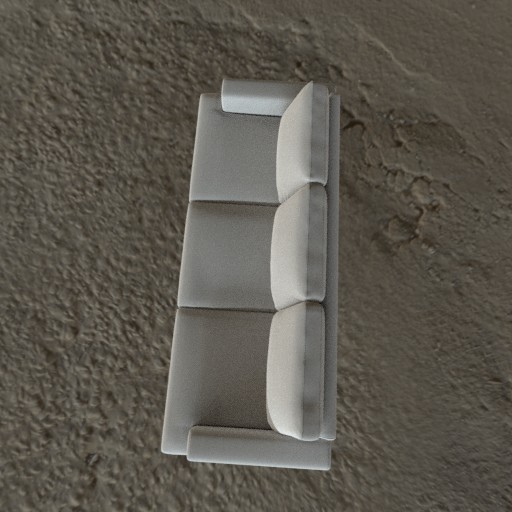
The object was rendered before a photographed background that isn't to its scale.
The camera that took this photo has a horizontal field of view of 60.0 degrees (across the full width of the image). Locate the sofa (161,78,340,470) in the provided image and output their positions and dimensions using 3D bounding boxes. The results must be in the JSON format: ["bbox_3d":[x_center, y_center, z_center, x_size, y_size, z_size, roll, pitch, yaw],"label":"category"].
[{"bbox_3d":[0.000,0.000,2.720,0.920,0.810,2.310,3,74,1],"label":"sofa"}]
